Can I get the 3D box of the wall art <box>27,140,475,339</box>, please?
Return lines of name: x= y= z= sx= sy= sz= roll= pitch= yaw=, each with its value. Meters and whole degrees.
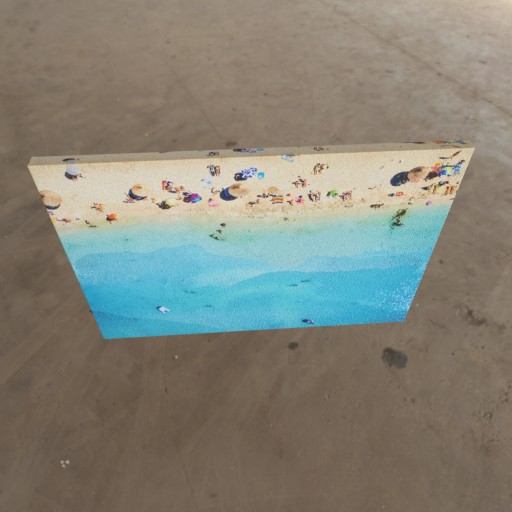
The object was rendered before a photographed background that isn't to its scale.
wall art: x=0.000 y=0.000 z=1.412 sx=1.136 sy=0.769 sz=0.040 roll=-3 pitch=46 yaw=-3
